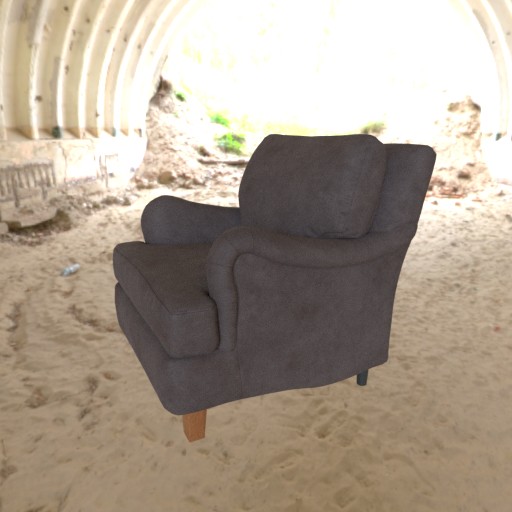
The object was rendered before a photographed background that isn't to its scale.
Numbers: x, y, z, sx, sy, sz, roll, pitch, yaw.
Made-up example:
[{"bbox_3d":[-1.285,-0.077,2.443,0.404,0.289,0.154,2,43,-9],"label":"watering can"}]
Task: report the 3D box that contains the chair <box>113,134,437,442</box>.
[{"bbox_3d":[0.000,0.000,1.877,1.070,0.997,0.955,-8,17,-27],"label":"chair"}]
